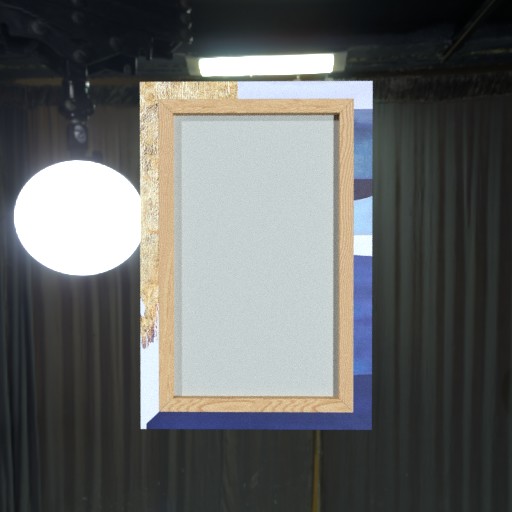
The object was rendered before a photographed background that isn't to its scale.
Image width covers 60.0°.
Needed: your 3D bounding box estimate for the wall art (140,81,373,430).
[{"bbox_3d":[0.000,0.000,1.179,0.607,0.911,0.039,0,1,0],"label":"wall art"}]
